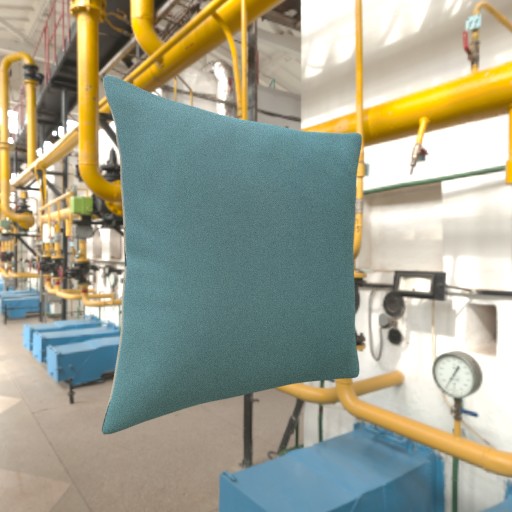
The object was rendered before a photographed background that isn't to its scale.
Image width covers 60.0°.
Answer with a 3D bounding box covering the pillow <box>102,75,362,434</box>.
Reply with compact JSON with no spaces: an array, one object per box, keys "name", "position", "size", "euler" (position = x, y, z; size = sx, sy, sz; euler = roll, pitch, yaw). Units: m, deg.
[{"name":"pillow","position":[0.000,0.000,0.773],"size":[0.526,0.507,0.166],"euler":[0,0,-35]}]
